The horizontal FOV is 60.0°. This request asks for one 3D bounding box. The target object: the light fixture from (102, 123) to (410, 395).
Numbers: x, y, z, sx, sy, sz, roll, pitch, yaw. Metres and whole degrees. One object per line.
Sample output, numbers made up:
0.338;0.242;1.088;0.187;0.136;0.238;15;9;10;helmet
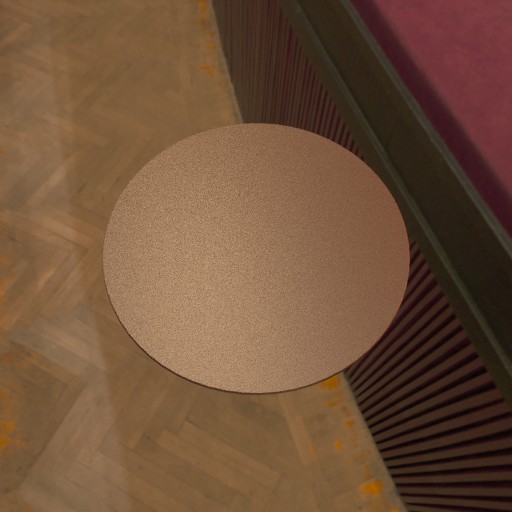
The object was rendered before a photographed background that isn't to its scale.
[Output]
0.000;0.000;0.579;0.368;0.100;0.368;0;63;0;light fixture
